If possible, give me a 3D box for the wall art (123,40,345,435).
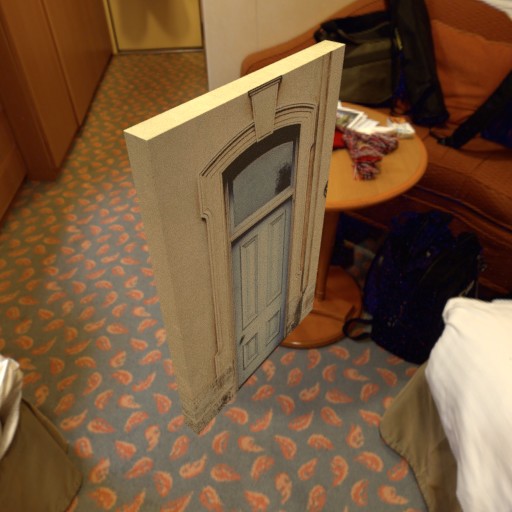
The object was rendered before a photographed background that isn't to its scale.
[{"bbox_3d":[0.000,0.000,0.771,0.036,0.607,0.403,27,48,27],"label":"wall art"}]
